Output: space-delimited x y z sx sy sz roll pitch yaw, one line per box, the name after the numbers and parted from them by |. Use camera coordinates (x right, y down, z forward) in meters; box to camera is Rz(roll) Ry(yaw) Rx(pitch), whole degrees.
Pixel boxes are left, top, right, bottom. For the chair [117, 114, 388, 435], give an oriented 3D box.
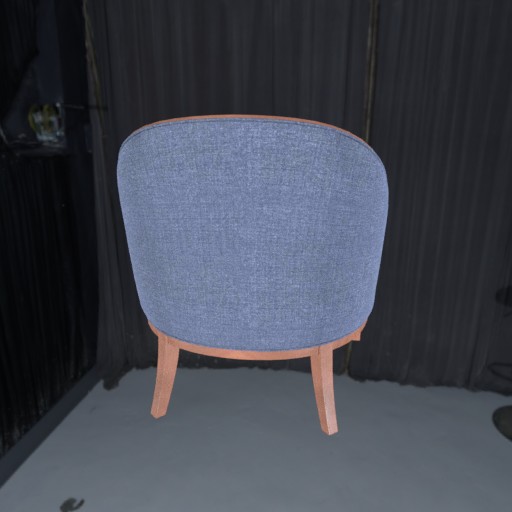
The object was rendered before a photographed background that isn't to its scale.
0.000 0.000 1.470 0.803 0.876 0.735 2 16 8 | chair
